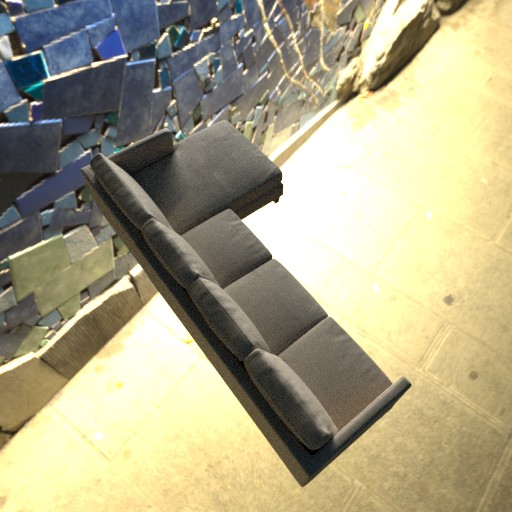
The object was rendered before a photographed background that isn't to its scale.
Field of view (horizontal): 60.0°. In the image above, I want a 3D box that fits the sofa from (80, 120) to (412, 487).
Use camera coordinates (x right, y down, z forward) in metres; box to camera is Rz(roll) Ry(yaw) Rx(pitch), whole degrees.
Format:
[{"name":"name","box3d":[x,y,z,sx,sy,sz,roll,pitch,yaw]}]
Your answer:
[{"name":"sofa","box3d":[0.000,0.000,3.815,1.625,0.846,3.186,-33,63,-19]}]
